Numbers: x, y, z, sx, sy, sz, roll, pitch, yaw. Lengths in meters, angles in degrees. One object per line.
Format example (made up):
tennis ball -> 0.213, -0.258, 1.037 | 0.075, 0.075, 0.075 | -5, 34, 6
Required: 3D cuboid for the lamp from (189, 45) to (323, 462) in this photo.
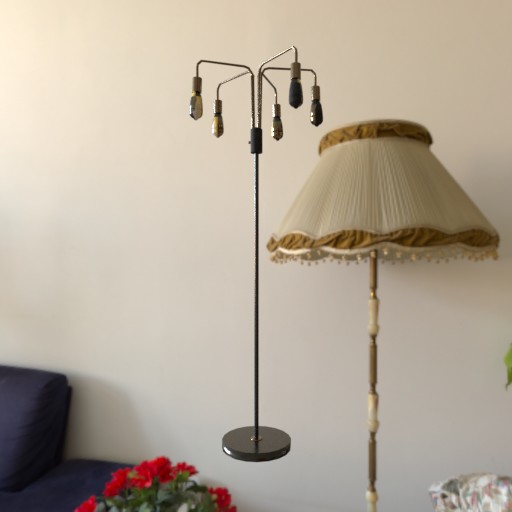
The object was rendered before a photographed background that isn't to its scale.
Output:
lamp -> 0.000, 0.000, 1.998 | 0.599, 1.721, 0.572 | 0, -1, -19
